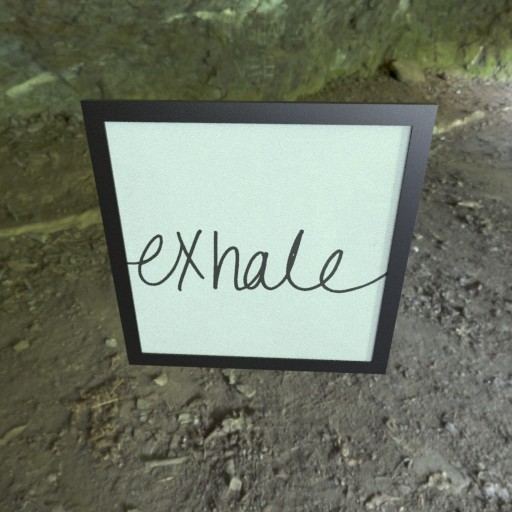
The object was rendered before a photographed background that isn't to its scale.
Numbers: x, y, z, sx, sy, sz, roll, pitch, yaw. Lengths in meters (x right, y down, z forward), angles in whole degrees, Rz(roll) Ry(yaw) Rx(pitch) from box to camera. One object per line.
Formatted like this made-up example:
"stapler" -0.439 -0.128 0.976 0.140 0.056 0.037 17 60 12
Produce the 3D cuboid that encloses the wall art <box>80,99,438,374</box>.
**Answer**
"wall art" 0.000 0.000 0.666 0.446 0.445 0.014 1 29 3
